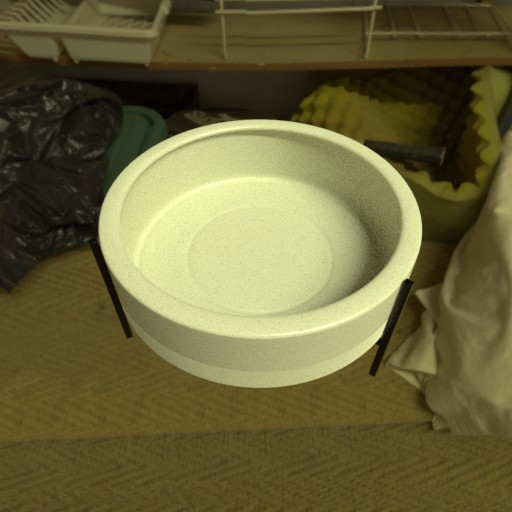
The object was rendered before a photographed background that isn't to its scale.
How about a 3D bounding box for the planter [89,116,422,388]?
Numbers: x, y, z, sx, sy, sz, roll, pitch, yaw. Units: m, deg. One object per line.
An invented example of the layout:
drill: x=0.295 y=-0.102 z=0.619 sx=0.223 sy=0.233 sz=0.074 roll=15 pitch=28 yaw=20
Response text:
planter: x=0.000 y=0.000 z=0.531 sx=0.345 sy=0.171 sz=0.336 roll=-15 pitch=49 yaw=-13
